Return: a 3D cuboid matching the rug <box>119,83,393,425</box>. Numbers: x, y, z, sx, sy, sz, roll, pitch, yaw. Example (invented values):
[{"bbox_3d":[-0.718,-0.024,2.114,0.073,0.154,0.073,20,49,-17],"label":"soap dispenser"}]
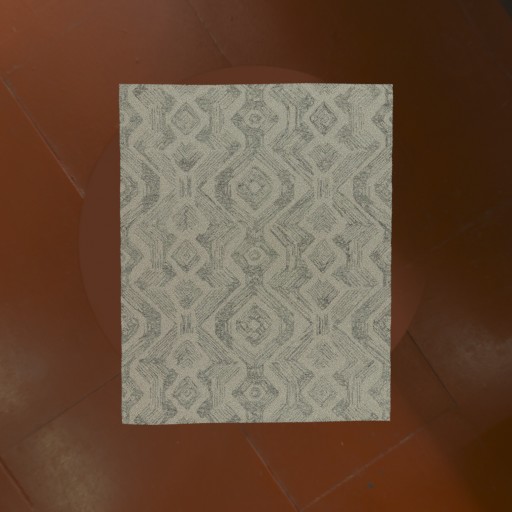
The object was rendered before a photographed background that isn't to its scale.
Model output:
[{"bbox_3d":[0.000,0.000,3.969,2.430,0.030,3.054,0,92,0],"label":"rug"}]
